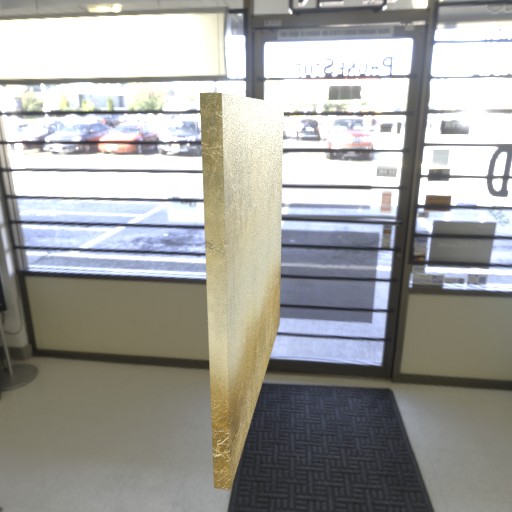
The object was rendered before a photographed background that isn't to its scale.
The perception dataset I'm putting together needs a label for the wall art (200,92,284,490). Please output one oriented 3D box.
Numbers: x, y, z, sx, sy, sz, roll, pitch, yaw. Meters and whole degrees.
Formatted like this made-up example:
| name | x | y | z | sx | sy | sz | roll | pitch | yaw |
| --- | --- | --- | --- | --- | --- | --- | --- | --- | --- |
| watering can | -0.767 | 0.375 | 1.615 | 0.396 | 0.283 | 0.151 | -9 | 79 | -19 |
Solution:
| name | x | y | z | sx | sy | sz | roll | pitch | yaw |
| --- | --- | --- | --- | --- | --- | --- | --- | --- | --- |
| wall art | 0.000 | 0.000 | 1.643 | 0.051 | 1.091 | 1.092 | 3 | 18 | 10 |
